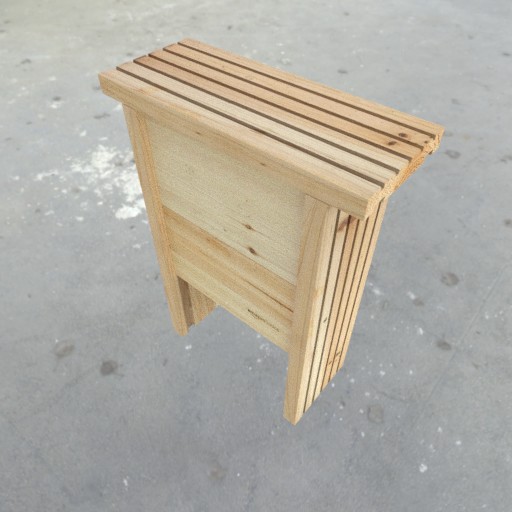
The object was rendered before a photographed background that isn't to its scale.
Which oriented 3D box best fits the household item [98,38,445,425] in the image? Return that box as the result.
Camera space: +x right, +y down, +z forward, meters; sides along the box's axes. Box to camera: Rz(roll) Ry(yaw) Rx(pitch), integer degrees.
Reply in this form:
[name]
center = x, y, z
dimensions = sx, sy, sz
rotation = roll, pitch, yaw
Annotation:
[household item]
center = 0.000, 0.000, 0.542
dimensions = 0.301, 0.407, 0.123
rotation = 31, 54, 27
